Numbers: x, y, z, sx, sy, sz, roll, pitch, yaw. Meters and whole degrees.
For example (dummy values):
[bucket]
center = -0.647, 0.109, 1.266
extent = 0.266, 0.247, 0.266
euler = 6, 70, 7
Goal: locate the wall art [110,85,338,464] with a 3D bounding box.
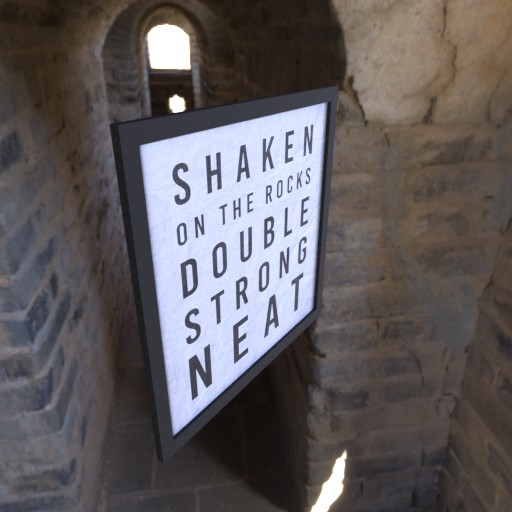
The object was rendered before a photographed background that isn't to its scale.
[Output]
[wall art]
center = 0.000, 0.000, 0.683
extent = 0.013, 0.458, 0.456
euler = 18, 31, 32
